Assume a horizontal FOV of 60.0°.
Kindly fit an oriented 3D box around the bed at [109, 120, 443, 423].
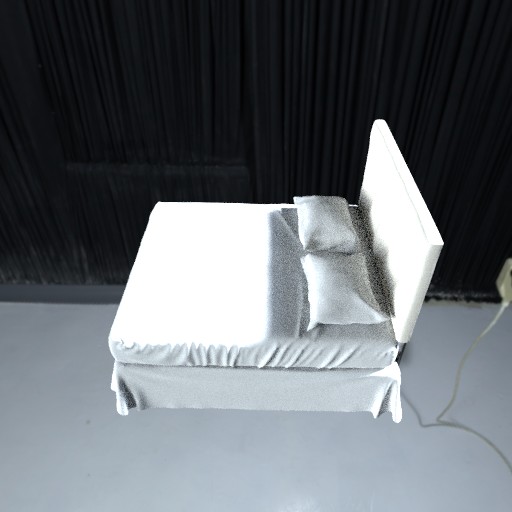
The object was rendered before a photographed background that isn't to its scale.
[{"bbox_3d":[0.000,0.000,3.495,2.222,1.577,1.936,1,40,1],"label":"bed"}]
